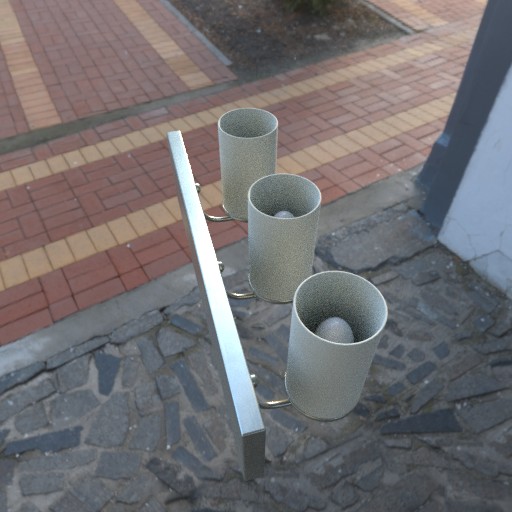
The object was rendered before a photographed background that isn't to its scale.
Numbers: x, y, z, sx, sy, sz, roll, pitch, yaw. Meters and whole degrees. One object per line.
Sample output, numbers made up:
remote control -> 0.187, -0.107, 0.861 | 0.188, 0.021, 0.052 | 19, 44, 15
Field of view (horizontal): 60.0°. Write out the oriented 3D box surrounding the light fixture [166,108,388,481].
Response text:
light fixture -> 0.000, 0.000, 0.534 | 0.145, 0.172, 0.451 | -11, 47, -10
